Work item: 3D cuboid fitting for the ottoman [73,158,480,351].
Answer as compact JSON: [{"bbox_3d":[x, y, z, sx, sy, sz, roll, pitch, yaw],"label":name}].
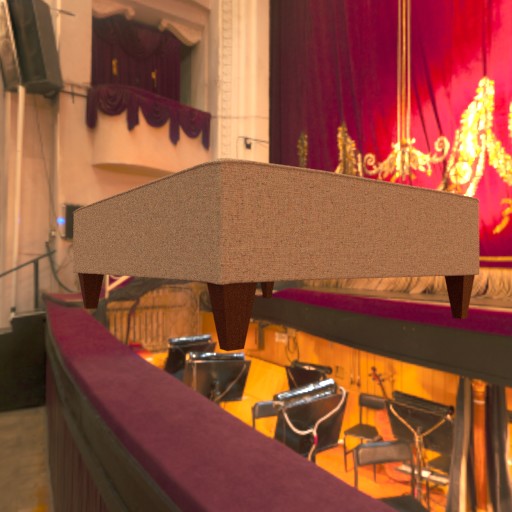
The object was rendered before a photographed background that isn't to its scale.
[{"bbox_3d":[0.000,0.000,1.187,0.736,0.303,0.835,1,-1,-36],"label":"ottoman"}]
